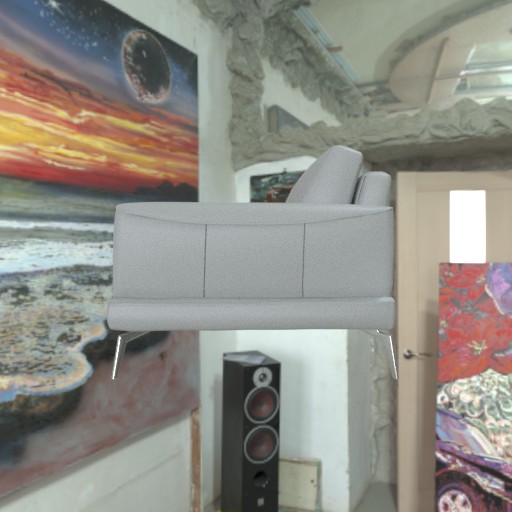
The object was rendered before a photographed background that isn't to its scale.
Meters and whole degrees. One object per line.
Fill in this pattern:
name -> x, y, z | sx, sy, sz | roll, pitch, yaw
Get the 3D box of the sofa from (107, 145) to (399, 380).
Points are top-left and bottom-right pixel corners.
sofa -> 0.000, 0.000, 2.664 | 1.121, 0.930, 2.177 | 0, 0, 1
